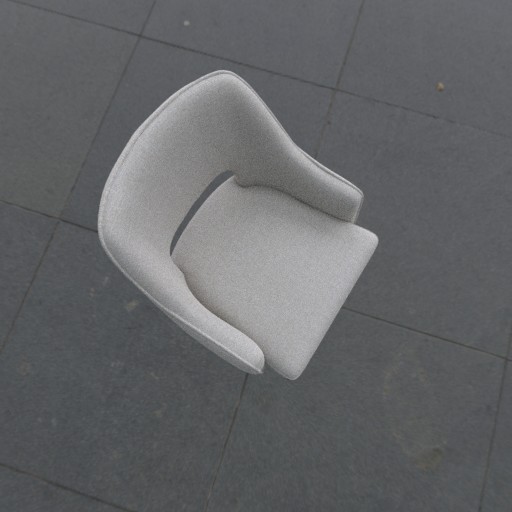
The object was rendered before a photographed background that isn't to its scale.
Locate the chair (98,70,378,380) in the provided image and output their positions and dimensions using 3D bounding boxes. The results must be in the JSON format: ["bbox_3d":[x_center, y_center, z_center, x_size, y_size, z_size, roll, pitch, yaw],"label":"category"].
[{"bbox_3d":[0.000,0.000,1.231,0.580,0.840,0.560,32,78,8],"label":"chair"}]
